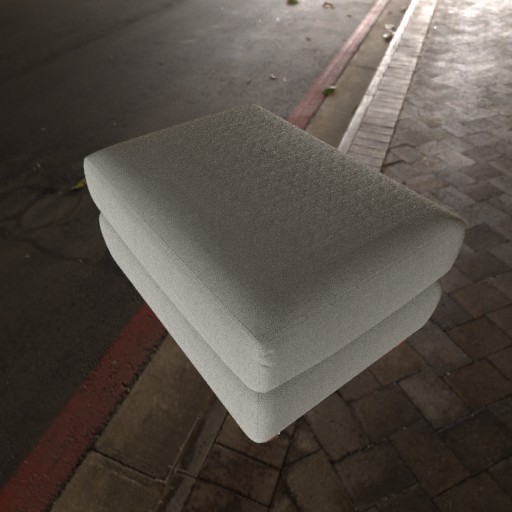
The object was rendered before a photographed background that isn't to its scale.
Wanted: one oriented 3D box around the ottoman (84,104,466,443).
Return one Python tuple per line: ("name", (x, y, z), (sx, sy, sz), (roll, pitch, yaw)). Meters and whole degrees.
("ottoman", (0.000, 0.000, 1.146), (0.569, 0.504, 0.773), (-26, 48, -26))
